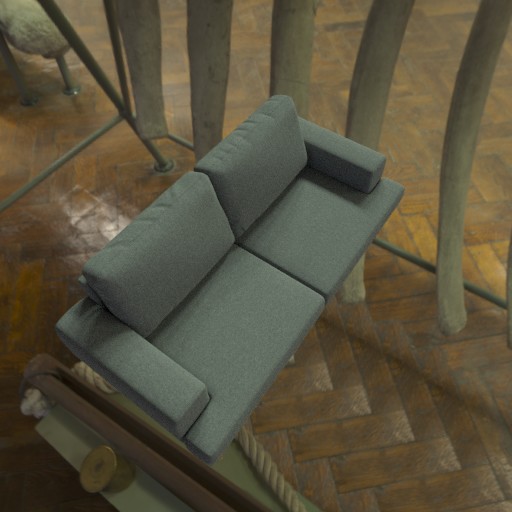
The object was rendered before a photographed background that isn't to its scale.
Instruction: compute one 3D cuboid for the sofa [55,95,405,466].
[{"bbox_3d":[0.000,0.000,2.070,0.785,0.810,1.650,31,61,19],"label":"sofa"}]
